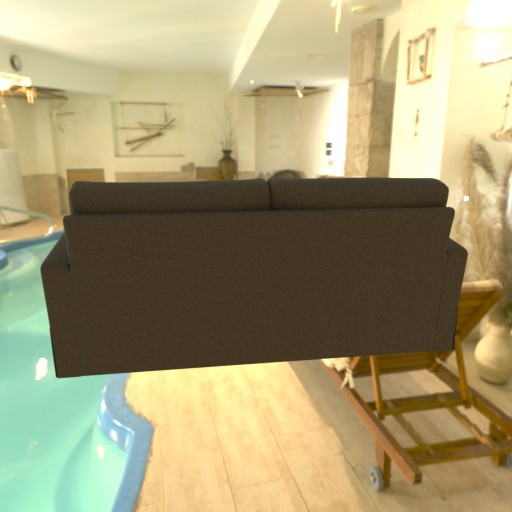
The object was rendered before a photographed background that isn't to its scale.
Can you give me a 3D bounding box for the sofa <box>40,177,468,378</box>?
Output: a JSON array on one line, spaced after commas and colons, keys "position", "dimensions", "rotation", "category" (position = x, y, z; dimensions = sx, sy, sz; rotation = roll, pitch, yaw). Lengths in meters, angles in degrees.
[{"position": [0.000, 0.000, 2.279], "dimensions": [1.852, 0.839, 0.898], "rotation": [-2, 14, -8], "category": "sofa"}]
